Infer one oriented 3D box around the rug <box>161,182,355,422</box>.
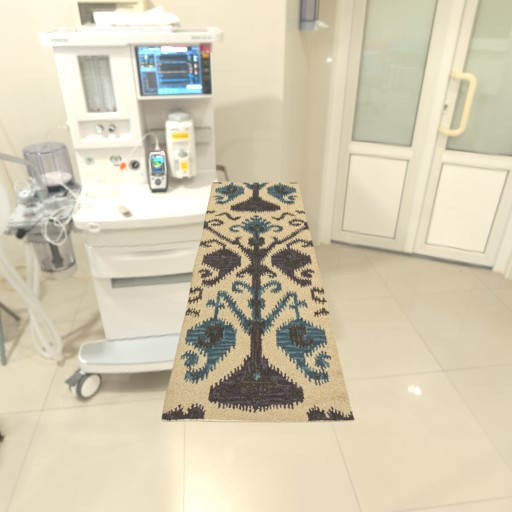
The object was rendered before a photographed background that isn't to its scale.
[{"bbox_3d":[0.000,0.000,2.555,0.692,0.017,2.301,0,31,0],"label":"rug"}]
